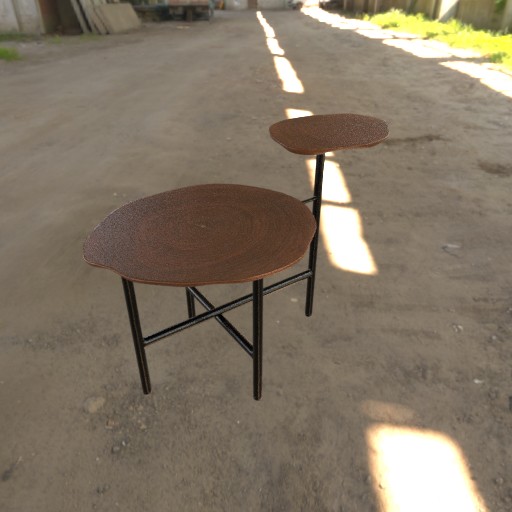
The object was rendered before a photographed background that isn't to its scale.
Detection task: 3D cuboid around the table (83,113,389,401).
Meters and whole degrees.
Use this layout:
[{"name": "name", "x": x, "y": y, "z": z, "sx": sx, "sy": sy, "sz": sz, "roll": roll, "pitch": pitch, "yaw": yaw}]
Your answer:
[{"name": "table", "x": 0.000, "y": 0.000, "z": 1.062, "sx": 0.759, "sy": 0.538, "sz": 0.442, "roll": -19, "pitch": 36, "yaw": -29}]
